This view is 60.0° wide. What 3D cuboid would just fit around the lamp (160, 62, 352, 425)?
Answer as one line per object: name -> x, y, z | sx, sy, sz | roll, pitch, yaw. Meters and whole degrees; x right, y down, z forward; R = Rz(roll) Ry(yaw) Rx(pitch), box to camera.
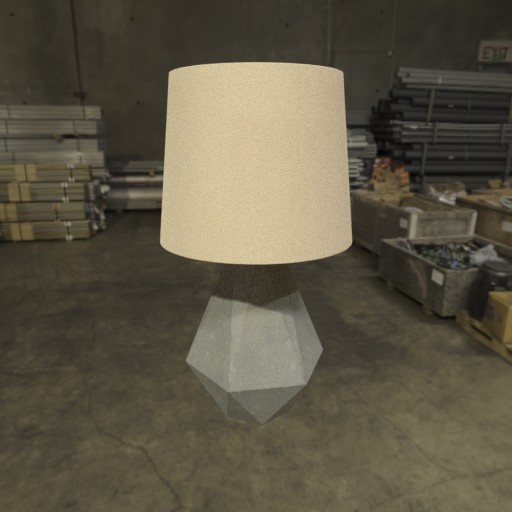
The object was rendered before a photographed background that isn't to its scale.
lamp -> 0.000, 0.000, 0.659 | 0.276, 0.501, 0.276 | 0, 16, 0
